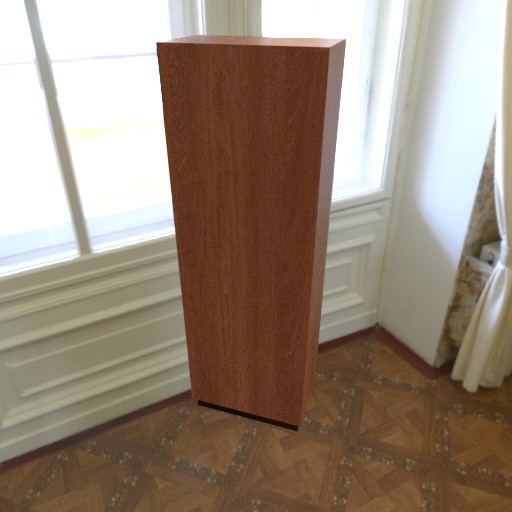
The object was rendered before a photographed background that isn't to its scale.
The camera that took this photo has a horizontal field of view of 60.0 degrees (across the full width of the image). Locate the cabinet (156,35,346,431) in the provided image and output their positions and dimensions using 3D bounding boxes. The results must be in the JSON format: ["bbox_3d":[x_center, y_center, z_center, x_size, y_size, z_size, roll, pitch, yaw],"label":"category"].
[{"bbox_3d":[0.000,0.000,2.253,0.660,1.980,0.420,9,32,15],"label":"cabinet"}]
